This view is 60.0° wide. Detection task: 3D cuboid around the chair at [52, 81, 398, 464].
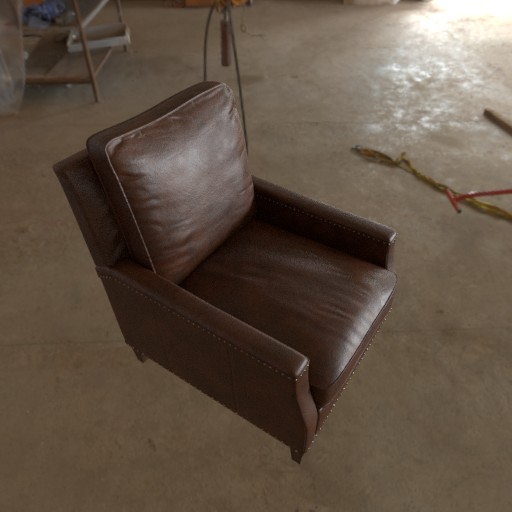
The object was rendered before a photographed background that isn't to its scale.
[{"bbox_3d":[0.000,0.000,1.767,1.035,1.054,0.854,24,47,25],"label":"chair"}]
